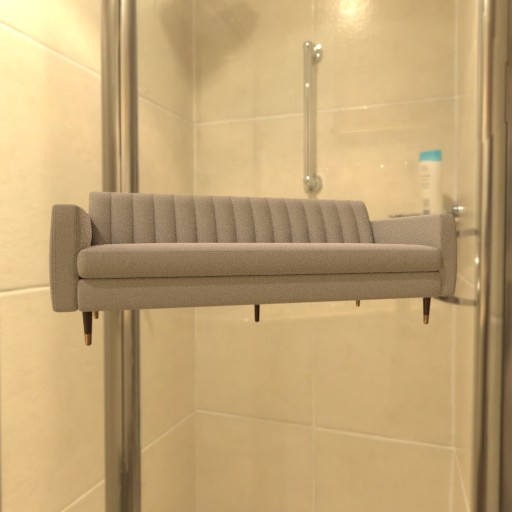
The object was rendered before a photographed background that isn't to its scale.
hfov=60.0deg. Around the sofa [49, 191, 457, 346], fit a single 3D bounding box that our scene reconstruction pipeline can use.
[{"bbox_3d":[0.000,0.000,2.761,2.291,0.821,0.990,0,1,-17],"label":"sofa"}]
